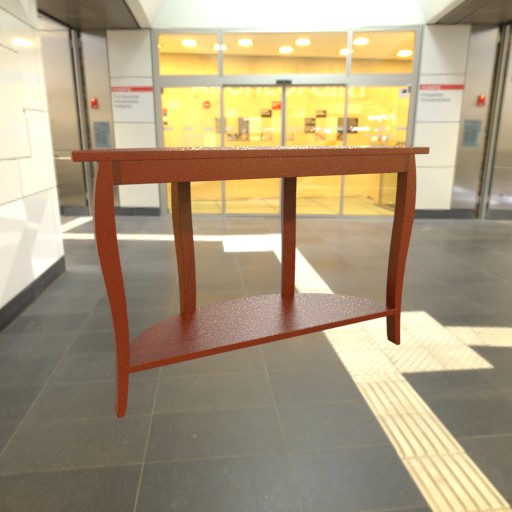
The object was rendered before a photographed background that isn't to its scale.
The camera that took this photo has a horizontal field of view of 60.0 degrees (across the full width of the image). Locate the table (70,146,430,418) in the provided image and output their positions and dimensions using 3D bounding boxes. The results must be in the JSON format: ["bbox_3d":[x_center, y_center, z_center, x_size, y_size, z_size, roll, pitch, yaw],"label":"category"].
[{"bbox_3d":[0.000,0.000,1.639,1.219,0.779,0.405,-7,17,-25],"label":"table"}]
